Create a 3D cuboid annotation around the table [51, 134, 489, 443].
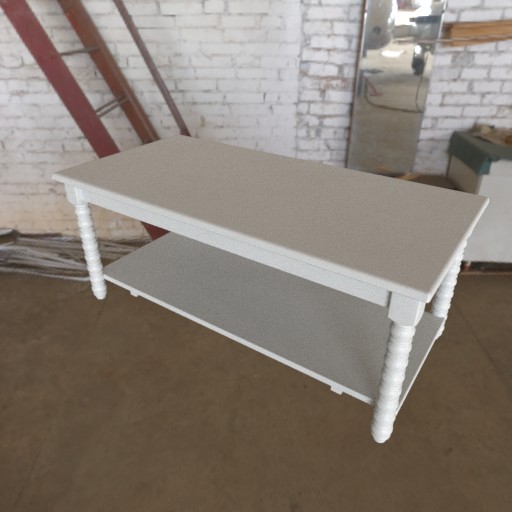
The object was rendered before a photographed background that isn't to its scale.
[{"bbox_3d":[0.000,0.000,1.422,1.171,0.487,0.580,19,35,30],"label":"table"}]
